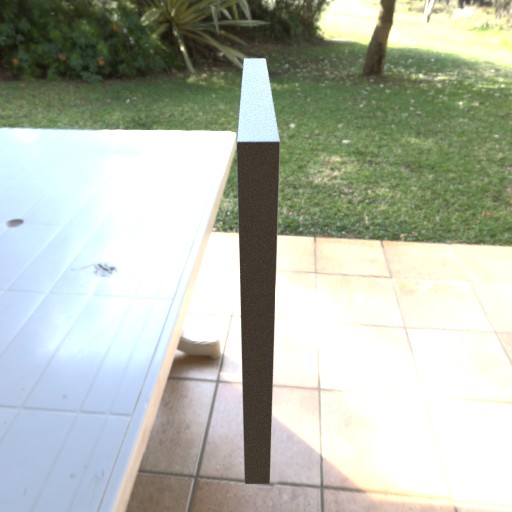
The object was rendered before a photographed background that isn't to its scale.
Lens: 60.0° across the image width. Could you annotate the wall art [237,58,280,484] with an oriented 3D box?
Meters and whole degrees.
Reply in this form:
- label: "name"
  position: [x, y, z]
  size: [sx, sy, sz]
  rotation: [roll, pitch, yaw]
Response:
- label: "wall art"
  position: [0.000, 0.000, 0.521]
  size: [0.028, 0.381, 0.331]
  rotation: [0, 32, 0]
